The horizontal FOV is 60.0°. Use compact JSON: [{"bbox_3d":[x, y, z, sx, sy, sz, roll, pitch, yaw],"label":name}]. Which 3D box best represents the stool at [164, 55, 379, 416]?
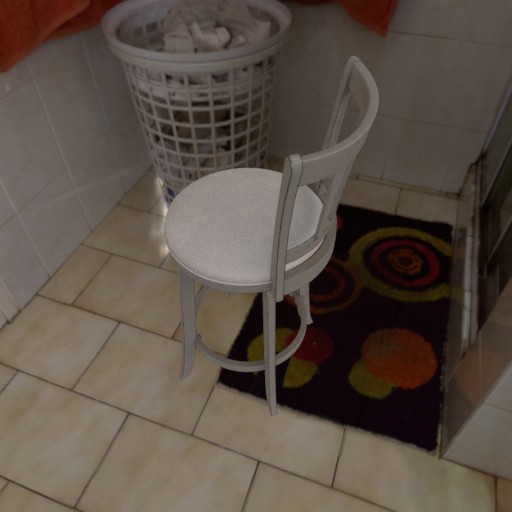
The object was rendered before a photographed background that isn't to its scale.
[{"bbox_3d":[0.000,0.000,1.249,0.486,0.994,0.450,17,49,15],"label":"stool"}]
